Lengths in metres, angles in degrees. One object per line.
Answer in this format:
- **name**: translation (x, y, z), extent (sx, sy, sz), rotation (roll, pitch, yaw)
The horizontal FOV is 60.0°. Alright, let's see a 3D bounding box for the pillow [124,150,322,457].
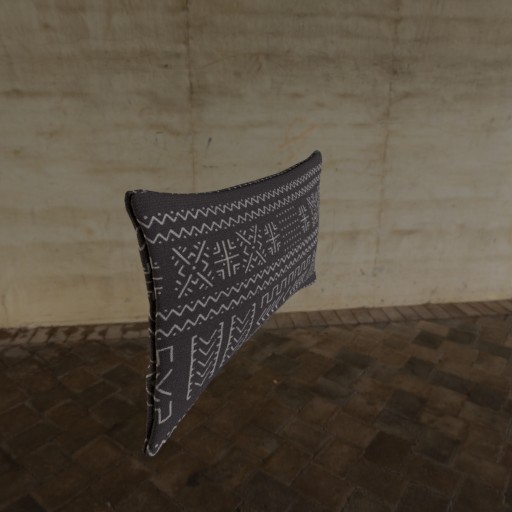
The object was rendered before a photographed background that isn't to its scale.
- **pillow**: translation (0.000, 0.000, 0.774), extent (0.135, 0.322, 0.667), rotation (8, 19, 23)
